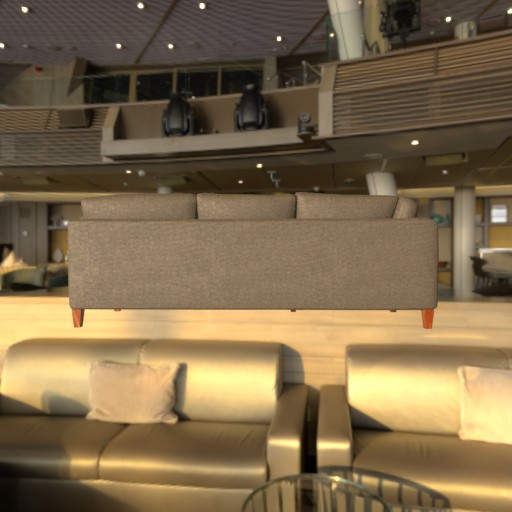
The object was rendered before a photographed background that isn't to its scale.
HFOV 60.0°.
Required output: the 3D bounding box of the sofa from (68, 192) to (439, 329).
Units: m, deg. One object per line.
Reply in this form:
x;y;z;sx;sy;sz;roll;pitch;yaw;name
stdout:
0.000;0.000;4.745;2.594;0.961;3.460;0;1;1;sofa
